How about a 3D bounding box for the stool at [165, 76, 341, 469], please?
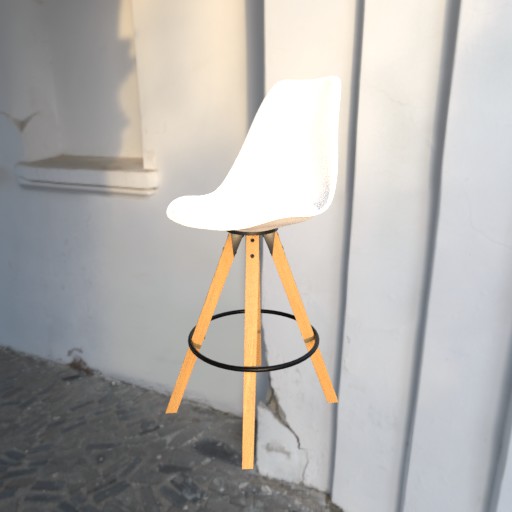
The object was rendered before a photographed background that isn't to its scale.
[{"bbox_3d":[0.000,0.000,1.444,0.482,1.115,0.549,15,22,41],"label":"stool"}]
